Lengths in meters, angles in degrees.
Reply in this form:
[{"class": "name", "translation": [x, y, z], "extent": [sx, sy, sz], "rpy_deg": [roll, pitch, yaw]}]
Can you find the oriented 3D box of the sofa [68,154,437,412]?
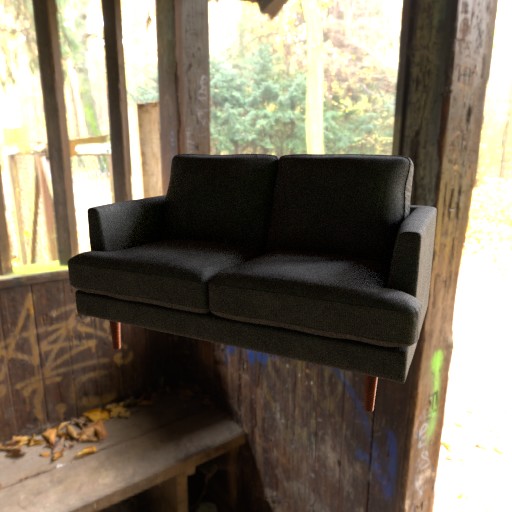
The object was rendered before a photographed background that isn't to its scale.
[{"class": "sofa", "translation": [0.000, 0.000, 2.137], "extent": [1.582, 0.956, 0.903], "rpy_deg": [6, 15, 25]}]
